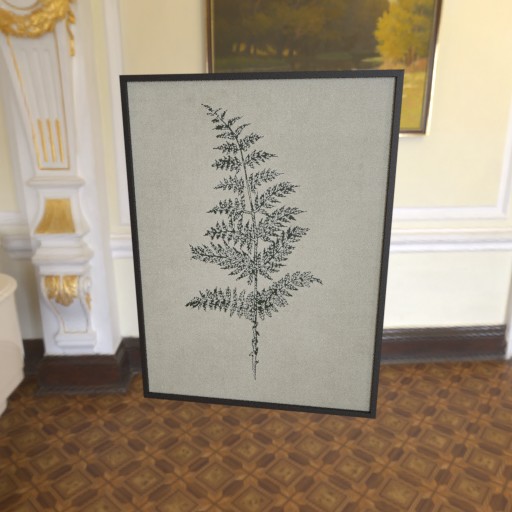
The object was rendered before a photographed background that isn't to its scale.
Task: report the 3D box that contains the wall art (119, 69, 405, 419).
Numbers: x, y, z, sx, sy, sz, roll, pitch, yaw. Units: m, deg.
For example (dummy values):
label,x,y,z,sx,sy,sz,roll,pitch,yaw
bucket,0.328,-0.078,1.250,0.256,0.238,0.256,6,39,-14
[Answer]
label,x,y,z,sx,sy,sz,roll,pitch,yaw
wall art,0.000,0.000,1.392,0.802,1.070,0.036,2,16,8
